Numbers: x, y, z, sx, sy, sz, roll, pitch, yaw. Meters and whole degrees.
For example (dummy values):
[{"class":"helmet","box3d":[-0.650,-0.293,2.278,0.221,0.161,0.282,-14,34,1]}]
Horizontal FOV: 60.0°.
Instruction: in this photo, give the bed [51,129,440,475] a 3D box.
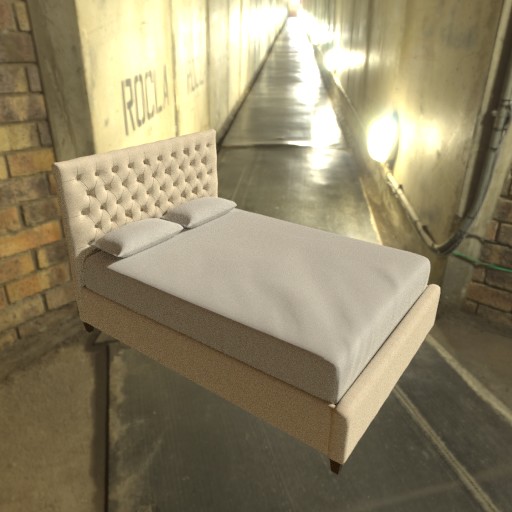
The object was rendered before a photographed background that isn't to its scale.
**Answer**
[{"class":"bed","box3d":[0.000,0.000,3.377,2.387,1.427,1.698,18,31,32]}]
